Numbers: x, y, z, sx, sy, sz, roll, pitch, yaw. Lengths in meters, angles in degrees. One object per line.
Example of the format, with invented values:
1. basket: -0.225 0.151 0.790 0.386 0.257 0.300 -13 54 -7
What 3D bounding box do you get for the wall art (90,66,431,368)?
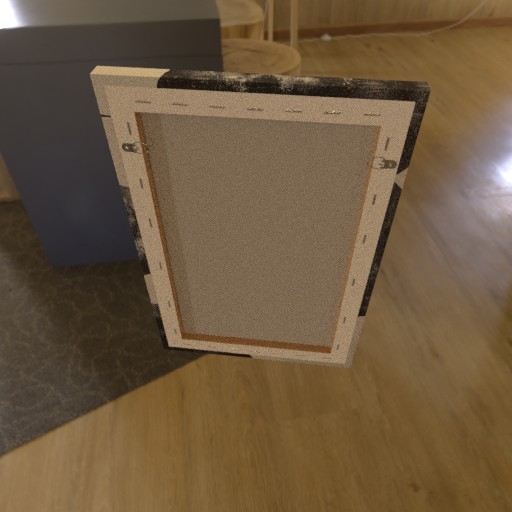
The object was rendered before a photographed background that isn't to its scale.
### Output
1. wall art: 0.000 0.000 1.125 0.610 0.915 0.041 5 46 5
